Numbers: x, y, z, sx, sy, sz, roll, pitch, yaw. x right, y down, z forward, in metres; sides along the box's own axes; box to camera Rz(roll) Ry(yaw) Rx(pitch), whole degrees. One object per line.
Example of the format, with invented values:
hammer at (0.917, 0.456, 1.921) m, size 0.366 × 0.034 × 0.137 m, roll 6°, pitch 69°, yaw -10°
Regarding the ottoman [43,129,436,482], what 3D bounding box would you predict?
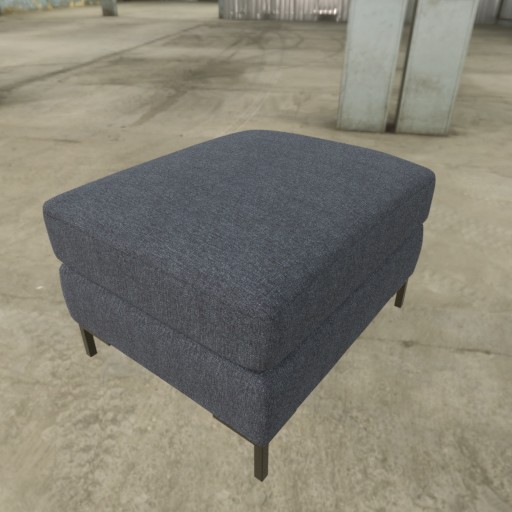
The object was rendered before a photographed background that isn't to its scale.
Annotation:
ottoman at (0.000, 0.000, 1.263) m, size 0.695 × 0.533 × 0.831 m, roll 22°, pitch 38°, yaw 31°
